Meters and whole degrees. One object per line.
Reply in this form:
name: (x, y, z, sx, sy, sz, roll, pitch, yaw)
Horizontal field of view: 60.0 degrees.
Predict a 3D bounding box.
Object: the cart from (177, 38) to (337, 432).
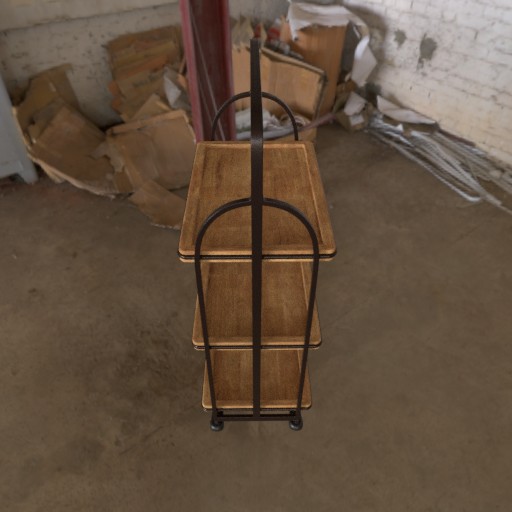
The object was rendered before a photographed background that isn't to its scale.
cart: (0.000, 0.000, 1.212, 0.327, 1.001, 0.553, 0, 42, 0)
